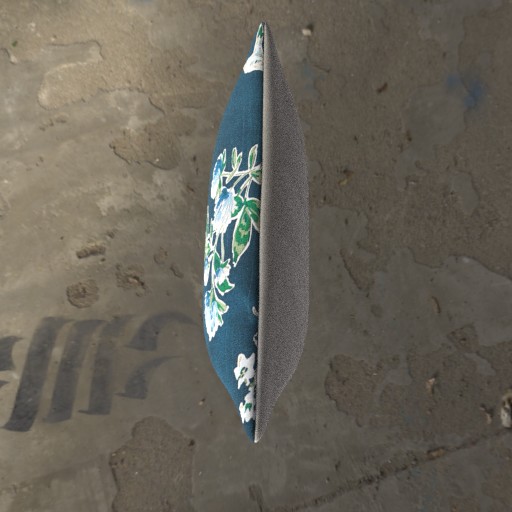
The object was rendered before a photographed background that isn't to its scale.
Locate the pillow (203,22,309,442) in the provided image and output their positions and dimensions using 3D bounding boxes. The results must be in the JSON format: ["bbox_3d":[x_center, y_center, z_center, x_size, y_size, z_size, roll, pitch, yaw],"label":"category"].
[{"bbox_3d":[0.000,0.000,0.771,0.166,0.508,0.525,1,76,0],"label":"pillow"}]
